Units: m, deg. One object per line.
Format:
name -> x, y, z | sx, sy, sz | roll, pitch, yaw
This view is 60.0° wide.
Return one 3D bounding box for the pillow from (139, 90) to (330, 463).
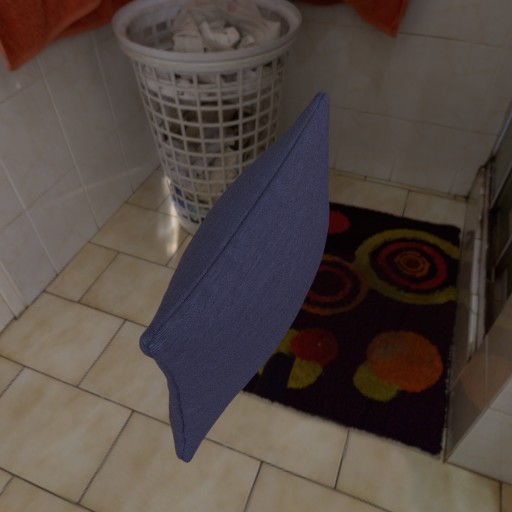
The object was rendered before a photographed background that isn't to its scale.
pillow -> 0.000, 0.000, 0.785 | 0.210, 0.338, 0.633 | 18, 49, 16
